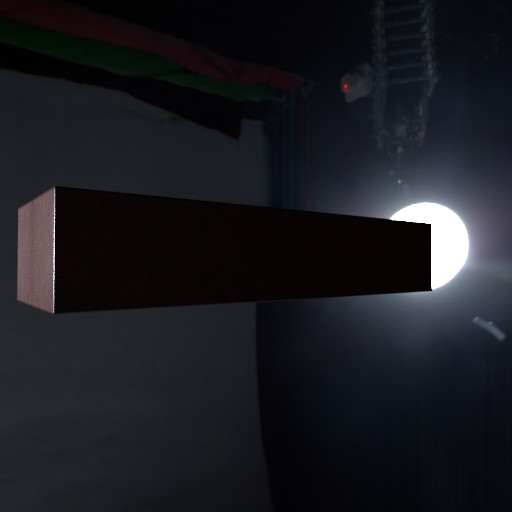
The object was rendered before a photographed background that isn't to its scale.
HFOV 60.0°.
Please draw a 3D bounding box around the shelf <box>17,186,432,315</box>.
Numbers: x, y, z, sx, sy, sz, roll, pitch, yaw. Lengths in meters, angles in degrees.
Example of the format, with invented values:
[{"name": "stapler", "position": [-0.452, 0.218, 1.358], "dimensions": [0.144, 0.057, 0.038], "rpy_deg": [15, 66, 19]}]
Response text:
[{"name": "shelf", "position": [0.000, 0.000, 0.501], "dimensions": [0.457, 0.088, 0.152], "rpy_deg": [1, -1, -37]}]
